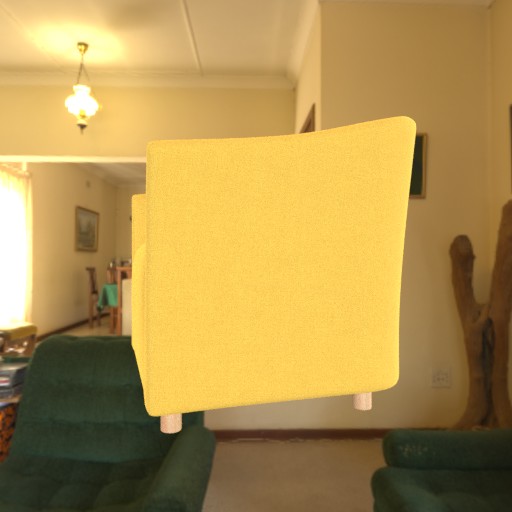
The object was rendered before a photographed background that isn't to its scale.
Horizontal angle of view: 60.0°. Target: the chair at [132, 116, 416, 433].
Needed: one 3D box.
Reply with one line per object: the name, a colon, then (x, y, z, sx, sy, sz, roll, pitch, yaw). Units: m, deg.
chair: (0.000, 0.000, 1.320, 0.700, 0.720, 0.790, 0, -1, -18)
